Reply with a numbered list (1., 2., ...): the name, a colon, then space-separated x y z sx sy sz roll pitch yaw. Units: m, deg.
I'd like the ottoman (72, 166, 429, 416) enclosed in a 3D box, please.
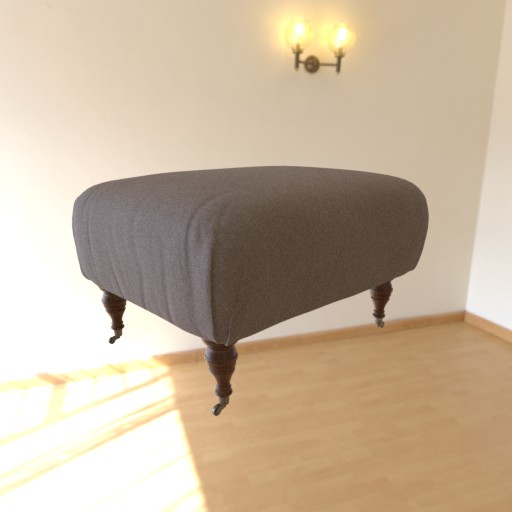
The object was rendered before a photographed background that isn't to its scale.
1. ottoman: 0.000 0.000 1.155 0.747 0.450 0.622 -14 20 -42
